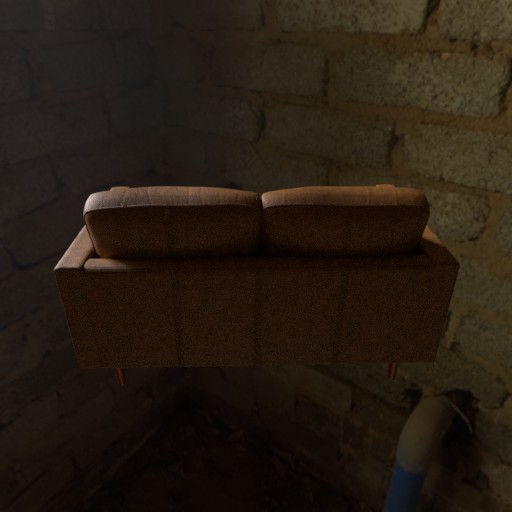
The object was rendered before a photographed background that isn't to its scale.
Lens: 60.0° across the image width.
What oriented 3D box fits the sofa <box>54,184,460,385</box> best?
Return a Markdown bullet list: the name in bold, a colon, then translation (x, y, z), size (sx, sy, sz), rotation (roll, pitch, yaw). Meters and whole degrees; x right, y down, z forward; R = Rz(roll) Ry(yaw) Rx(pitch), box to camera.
- **sofa**: translation (0.000, 0.000, 2.206), size (1.578, 0.951, 0.909), rotation (-1, 30, -1)
